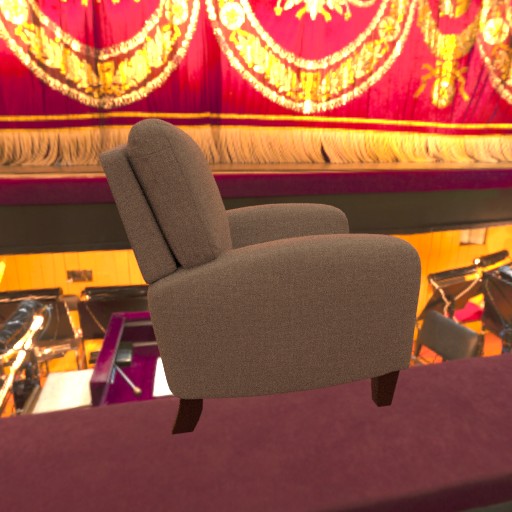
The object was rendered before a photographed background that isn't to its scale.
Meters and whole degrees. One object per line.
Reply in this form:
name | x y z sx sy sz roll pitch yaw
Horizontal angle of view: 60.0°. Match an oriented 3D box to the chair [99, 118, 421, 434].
chair | 0.000 0.000 1.682 0.990 0.990 0.762 -3 17 -11
